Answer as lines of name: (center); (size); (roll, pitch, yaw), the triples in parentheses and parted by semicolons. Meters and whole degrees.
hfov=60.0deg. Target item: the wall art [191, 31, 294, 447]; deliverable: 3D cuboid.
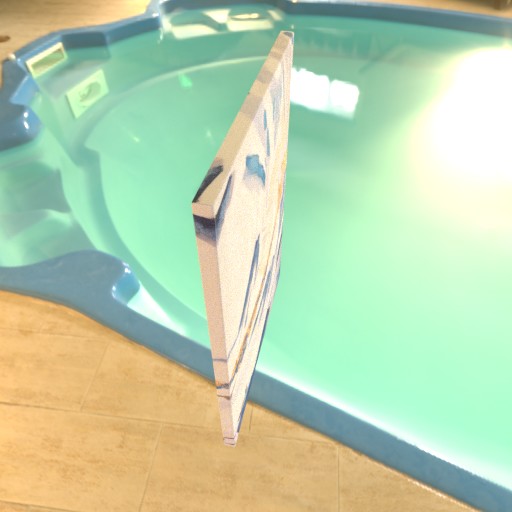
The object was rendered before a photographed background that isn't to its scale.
wall art: (0.000, 0.000, 1.328); (0.038, 1.015, 0.761); (10, 47, 9)
